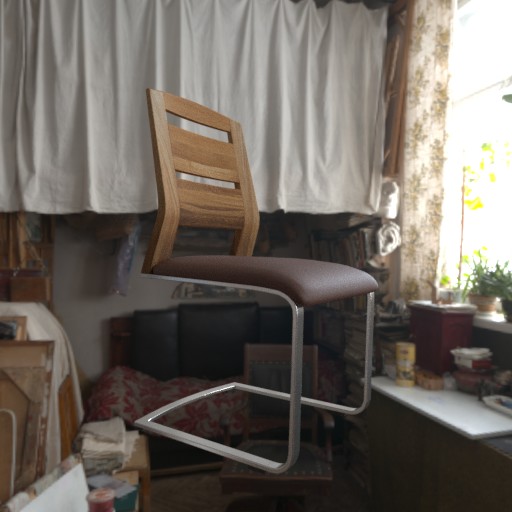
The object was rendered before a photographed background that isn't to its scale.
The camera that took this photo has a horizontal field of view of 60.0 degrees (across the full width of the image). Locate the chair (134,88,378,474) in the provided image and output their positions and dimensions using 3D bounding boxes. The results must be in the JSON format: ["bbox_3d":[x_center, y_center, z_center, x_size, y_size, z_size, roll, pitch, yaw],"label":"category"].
[{"bbox_3d":[0.000,0.000,1.271,0.570,0.970,0.460,0,1,35],"label":"chair"}]
